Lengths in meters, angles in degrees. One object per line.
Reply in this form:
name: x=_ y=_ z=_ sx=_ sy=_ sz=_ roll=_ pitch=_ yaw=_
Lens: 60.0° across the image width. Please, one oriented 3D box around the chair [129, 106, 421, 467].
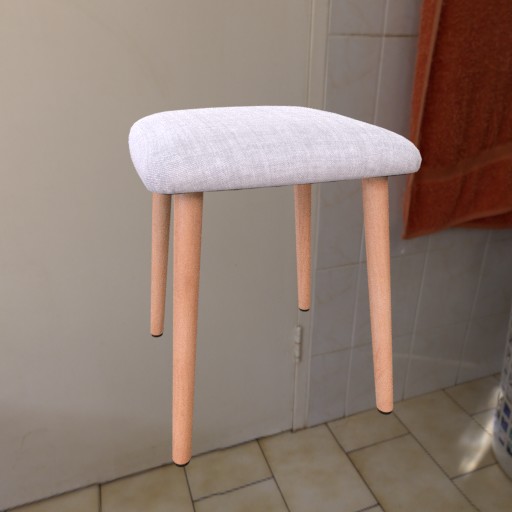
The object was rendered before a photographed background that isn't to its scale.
chair: x=0.000 y=0.000 z=0.707 sx=0.350 sy=0.440 sz=0.350 roll=-7 pitch=25 yaw=-16
